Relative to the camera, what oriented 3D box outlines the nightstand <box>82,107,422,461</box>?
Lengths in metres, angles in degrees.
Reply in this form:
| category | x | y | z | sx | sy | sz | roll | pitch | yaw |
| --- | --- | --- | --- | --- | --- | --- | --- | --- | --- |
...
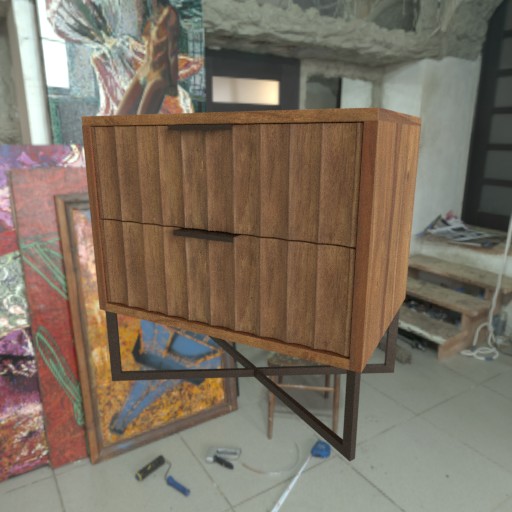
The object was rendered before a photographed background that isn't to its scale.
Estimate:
| category | x | y | z | sx | sy | sz | roll | pitch | yaw |
| --- | --- | --- | --- | --- | --- | --- | --- | --- | --- |
| nightstand | 0.000 | 0.000 | 1.028 | 0.613 | 0.615 | 0.427 | 8 | 17 | 27 |
